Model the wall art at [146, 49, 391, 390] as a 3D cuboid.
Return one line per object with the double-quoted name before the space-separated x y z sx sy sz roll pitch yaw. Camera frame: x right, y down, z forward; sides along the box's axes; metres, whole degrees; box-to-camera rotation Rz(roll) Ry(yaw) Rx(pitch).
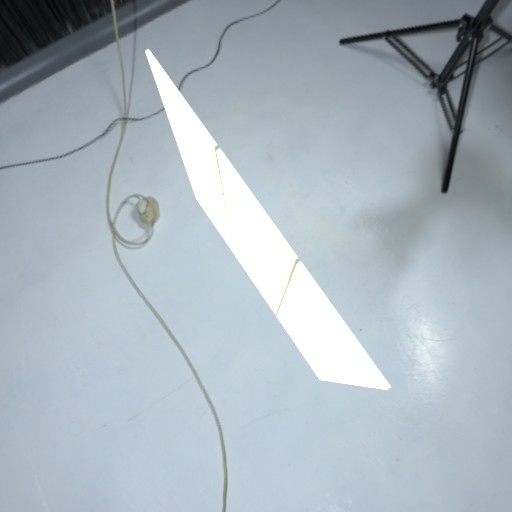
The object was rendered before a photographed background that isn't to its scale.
"wall art" 0.000 0.000 1.840 0.013 1.219 1.214 -33 78 -8
